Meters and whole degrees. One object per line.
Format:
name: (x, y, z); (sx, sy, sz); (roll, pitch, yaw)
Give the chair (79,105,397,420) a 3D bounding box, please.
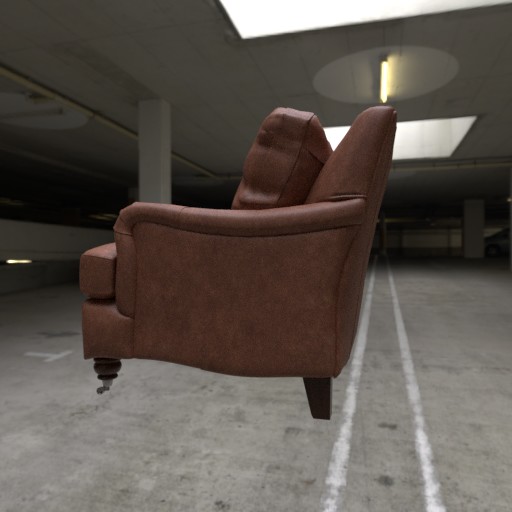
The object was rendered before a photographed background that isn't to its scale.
chair: (0.000, 0.000, 1.940); (1.158, 1.055, 0.986); (0, 0, 16)
